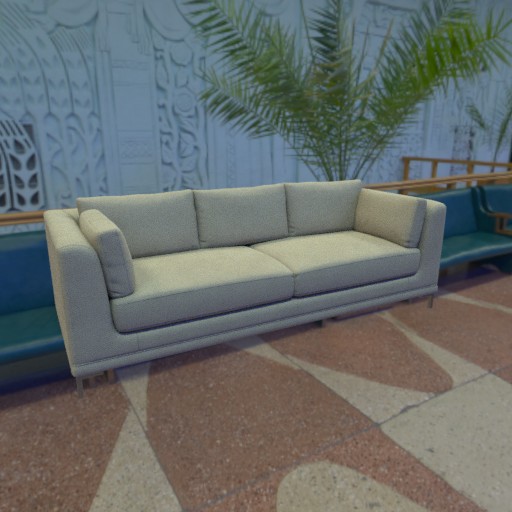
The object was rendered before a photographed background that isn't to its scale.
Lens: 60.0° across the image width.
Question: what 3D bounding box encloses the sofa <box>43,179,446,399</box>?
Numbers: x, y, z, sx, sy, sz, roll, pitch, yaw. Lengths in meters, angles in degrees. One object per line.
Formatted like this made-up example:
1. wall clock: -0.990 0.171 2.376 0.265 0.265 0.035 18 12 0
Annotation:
1. sofa: 0.000 0.000 2.907 2.415 0.867 0.969 -8 18 -27
